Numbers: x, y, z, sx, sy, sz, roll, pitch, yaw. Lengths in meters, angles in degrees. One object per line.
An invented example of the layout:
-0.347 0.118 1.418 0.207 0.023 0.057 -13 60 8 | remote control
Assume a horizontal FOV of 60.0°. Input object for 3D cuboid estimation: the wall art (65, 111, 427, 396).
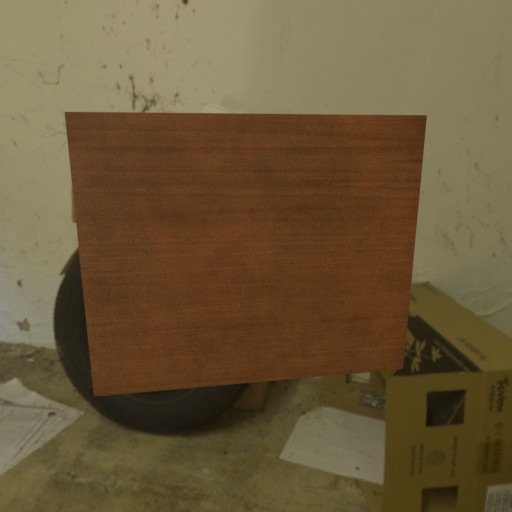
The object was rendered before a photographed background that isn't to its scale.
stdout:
0.000 0.000 0.749 0.558 0.457 0.033 -2 15 -9 | wall art
